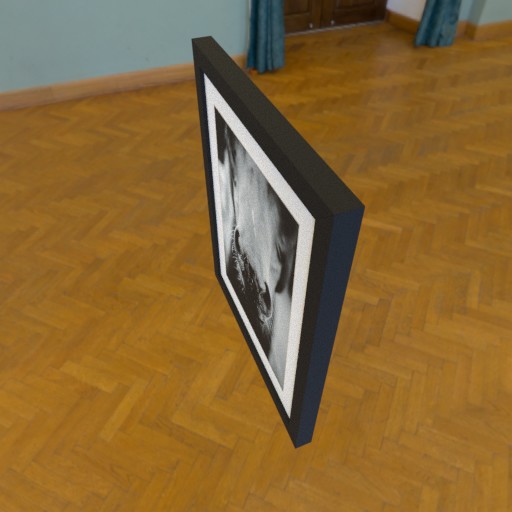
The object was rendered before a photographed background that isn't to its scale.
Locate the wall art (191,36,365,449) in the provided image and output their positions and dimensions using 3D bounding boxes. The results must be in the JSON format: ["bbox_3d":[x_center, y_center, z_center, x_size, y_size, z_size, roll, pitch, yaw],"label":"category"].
[{"bbox_3d":[0.000,0.000,0.755,0.033,0.559,0.457,-16,48,-15],"label":"wall art"}]
